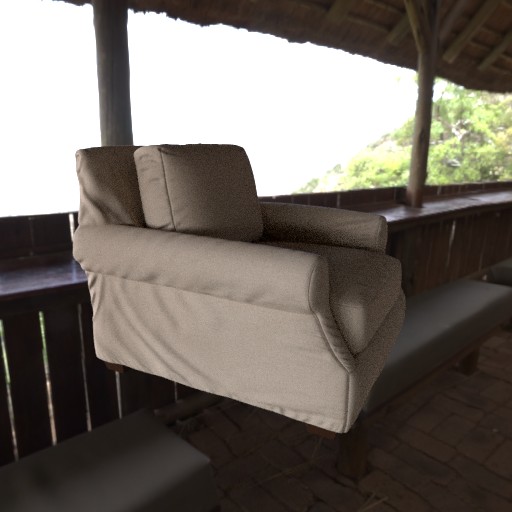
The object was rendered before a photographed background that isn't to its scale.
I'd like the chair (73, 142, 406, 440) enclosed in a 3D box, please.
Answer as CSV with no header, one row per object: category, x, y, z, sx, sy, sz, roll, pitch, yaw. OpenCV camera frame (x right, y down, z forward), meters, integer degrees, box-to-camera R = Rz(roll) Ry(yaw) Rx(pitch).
chair,0.000,0.000,1.748,1.066,0.866,0.940,8,16,27
